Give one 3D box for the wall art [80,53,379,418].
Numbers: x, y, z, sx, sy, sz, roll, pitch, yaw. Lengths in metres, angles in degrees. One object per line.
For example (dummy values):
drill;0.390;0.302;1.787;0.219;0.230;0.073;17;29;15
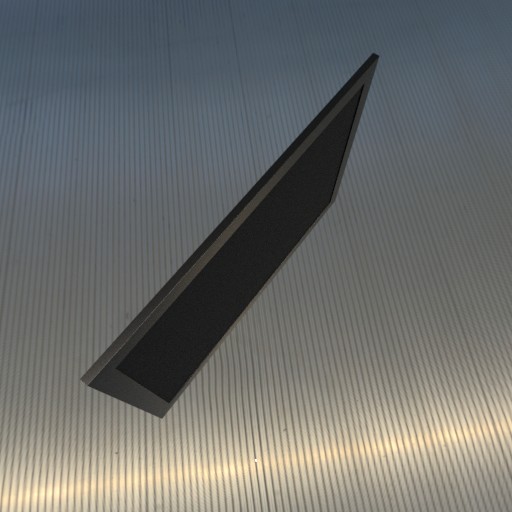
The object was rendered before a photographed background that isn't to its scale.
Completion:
wall art;0.000;0.000;0.824;0.013;0.447;0.660;34;70;15
